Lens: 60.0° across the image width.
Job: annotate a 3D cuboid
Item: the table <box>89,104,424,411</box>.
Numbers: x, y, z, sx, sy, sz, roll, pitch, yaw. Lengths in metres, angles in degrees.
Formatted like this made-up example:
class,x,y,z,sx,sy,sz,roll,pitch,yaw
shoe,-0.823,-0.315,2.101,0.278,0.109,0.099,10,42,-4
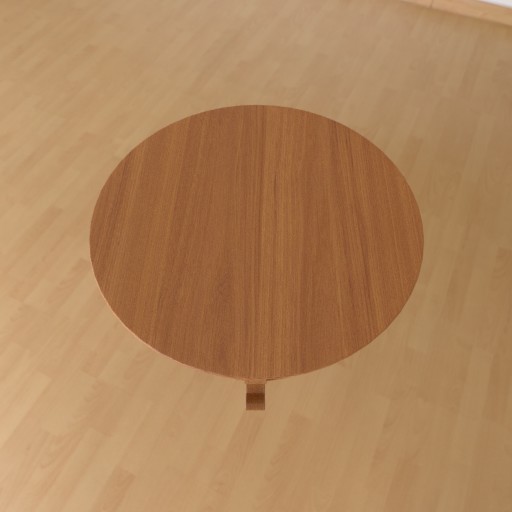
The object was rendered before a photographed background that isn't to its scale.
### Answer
class,x,y,z,sx,sy,sz,roll,pitch,yaw
table,0.000,0.000,1.587,1.029,0.490,1.029,0,58,0
